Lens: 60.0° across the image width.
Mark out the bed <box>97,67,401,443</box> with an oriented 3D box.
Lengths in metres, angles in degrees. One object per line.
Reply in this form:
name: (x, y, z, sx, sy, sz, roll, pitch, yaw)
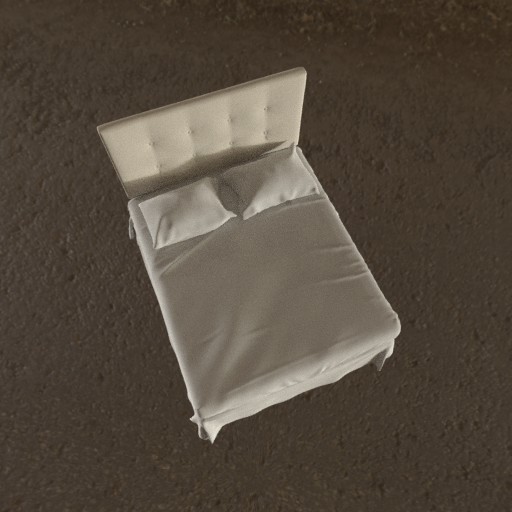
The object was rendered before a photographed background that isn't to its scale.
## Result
bed: (0.000, 0.000, 3.563, 1.936, 1.577, 2.222, -20, 65, -10)
